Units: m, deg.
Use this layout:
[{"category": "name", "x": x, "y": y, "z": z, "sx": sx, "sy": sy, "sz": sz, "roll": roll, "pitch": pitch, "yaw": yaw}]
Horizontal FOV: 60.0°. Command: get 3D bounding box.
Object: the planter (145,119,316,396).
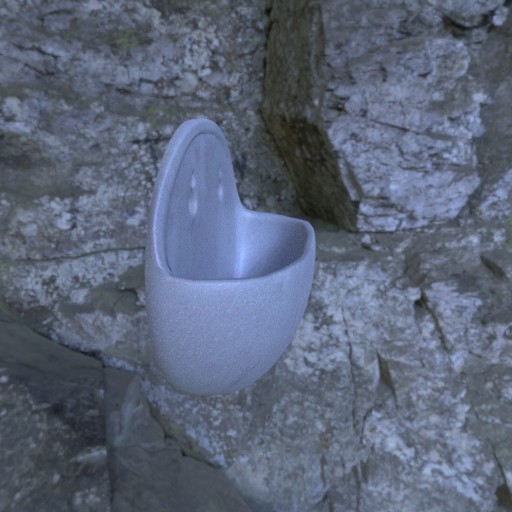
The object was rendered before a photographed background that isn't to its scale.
[{"category": "planter", "x": 0.000, "y": 0.000, "z": 0.276, "sx": 0.073, "sy": 0.164, "sz": 0.190, "roll": 2, "pitch": 15, "yaw": 9}]
